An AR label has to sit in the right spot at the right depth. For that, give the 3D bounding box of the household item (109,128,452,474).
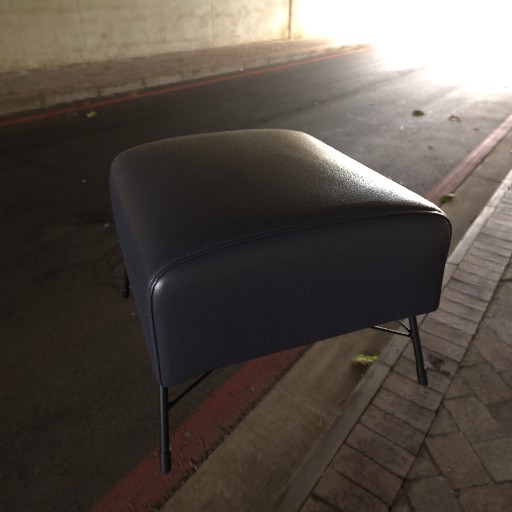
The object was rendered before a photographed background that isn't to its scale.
[{"bbox_3d":[0.000,0.000,0.899,0.530,0.410,0.530,-11,32,-18],"label":"household item"}]
